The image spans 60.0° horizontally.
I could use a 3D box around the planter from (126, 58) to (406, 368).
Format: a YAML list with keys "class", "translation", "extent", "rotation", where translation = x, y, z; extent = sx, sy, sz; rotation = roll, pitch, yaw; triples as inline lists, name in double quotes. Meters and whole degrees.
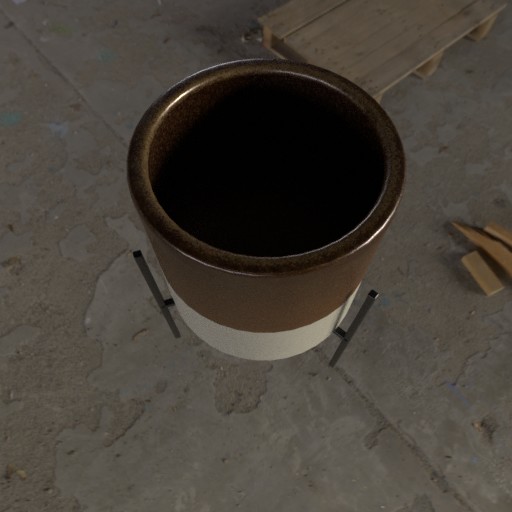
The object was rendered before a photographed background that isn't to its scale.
- class: "planter"
  translation: [0.000, 0.000, 0.551]
  extent: [0.269, 0.375, 0.255]
  rotation: [-19, 63, -10]
